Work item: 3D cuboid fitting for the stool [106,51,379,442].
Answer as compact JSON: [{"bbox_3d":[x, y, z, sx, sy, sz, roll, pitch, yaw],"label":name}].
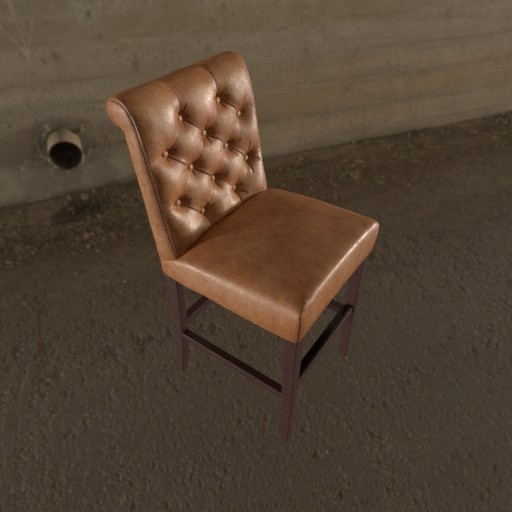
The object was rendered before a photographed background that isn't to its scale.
[{"bbox_3d":[0.000,0.000,1.402,0.601,1.047,0.493,25,46,26],"label":"stool"}]
